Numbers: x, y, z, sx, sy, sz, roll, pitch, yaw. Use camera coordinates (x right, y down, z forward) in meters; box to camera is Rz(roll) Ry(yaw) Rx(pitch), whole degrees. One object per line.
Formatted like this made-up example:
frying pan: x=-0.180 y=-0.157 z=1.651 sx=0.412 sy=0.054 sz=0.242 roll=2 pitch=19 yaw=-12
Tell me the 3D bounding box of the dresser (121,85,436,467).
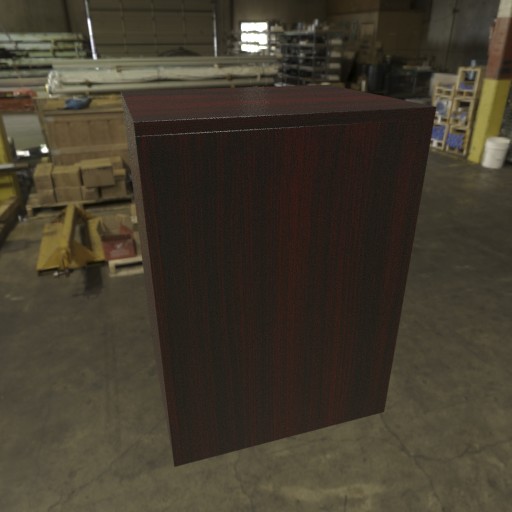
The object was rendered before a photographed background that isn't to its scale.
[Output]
dresser: x=0.000 y=0.000 z=0.824 sx=0.400 sy=0.560 sz=0.360 roll=-8 pitch=27 yaw=-16
